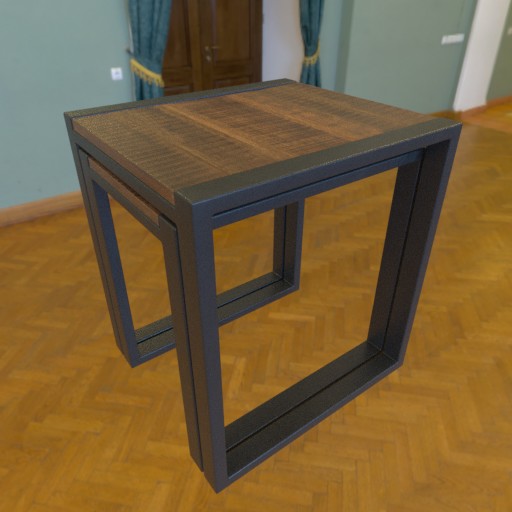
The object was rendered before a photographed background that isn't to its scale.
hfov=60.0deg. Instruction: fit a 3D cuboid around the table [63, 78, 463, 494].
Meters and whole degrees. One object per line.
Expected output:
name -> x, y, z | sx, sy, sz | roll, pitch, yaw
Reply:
table -> 0.000, 0.000, 0.886 | 0.500, 0.550, 0.449 | -22, 38, -30
